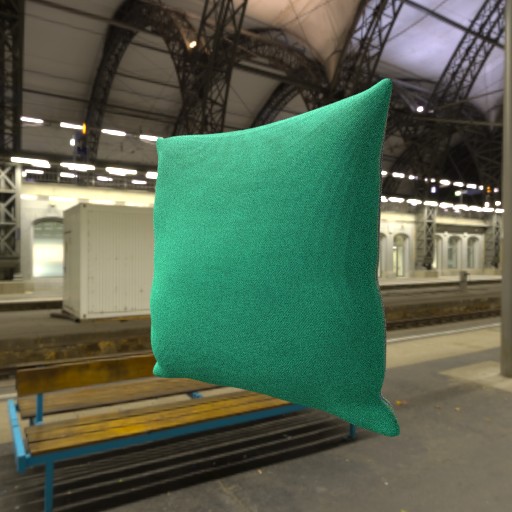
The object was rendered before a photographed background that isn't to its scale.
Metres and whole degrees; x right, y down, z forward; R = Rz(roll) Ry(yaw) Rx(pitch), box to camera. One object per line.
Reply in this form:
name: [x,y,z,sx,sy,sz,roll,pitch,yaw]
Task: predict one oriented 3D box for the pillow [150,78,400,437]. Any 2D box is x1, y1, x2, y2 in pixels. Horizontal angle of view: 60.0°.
pillow: [0.000,0.000,0.671,0.440,0.441,0.182,0,0,36]
